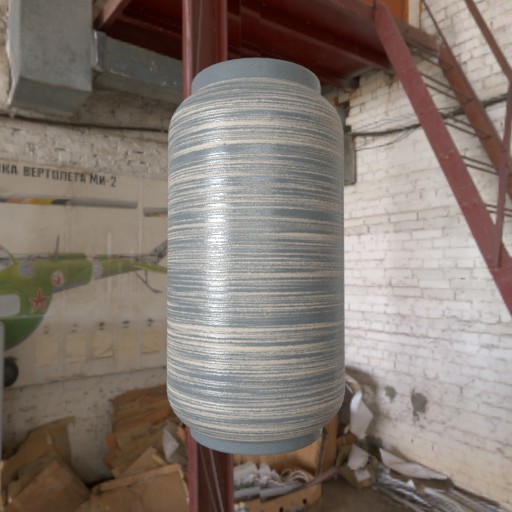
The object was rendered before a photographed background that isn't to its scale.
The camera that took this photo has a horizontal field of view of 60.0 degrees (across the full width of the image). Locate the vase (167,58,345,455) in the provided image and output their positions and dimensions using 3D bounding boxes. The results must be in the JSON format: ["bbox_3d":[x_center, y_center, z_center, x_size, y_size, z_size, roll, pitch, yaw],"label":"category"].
[{"bbox_3d":[0.000,0.000,0.297,0.116,0.230,0.116,0,-2,0],"label":"vase"}]
